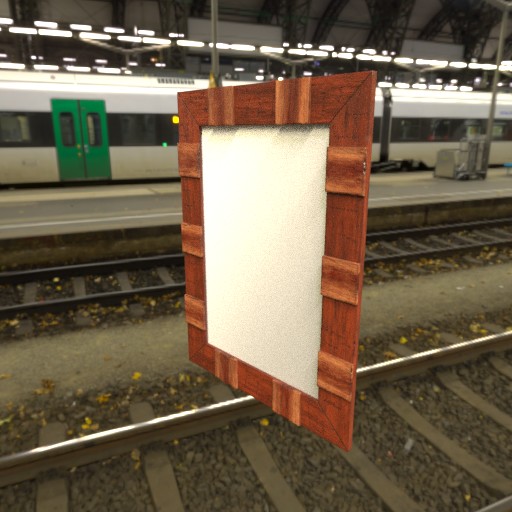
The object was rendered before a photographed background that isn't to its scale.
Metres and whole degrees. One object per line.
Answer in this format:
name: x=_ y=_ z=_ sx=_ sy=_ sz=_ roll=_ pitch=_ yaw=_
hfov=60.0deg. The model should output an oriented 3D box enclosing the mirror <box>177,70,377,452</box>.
mirror: x=0.000 y=0.000 z=1.105 sx=0.021 sy=0.805 sz=0.600 roll=-15 pitch=21 yaw=-43
